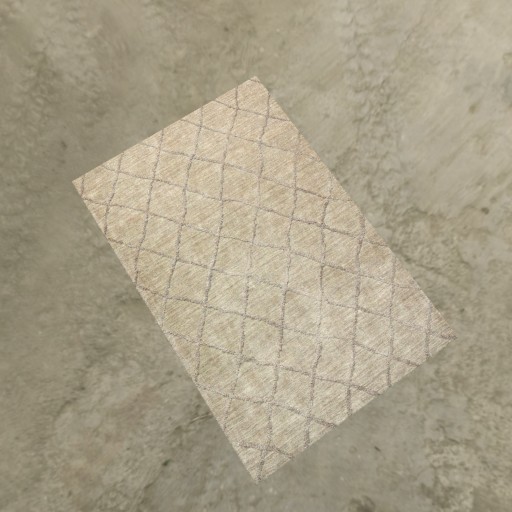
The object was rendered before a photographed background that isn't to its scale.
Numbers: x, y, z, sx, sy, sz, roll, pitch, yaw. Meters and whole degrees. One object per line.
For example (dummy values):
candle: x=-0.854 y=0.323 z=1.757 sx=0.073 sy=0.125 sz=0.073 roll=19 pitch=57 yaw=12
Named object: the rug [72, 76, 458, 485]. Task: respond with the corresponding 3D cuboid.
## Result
rug: x=0.000 y=0.000 z=2.911 sx=1.521 sy=0.015 sz=2.280 roll=-33 pitch=78 yaw=-8
